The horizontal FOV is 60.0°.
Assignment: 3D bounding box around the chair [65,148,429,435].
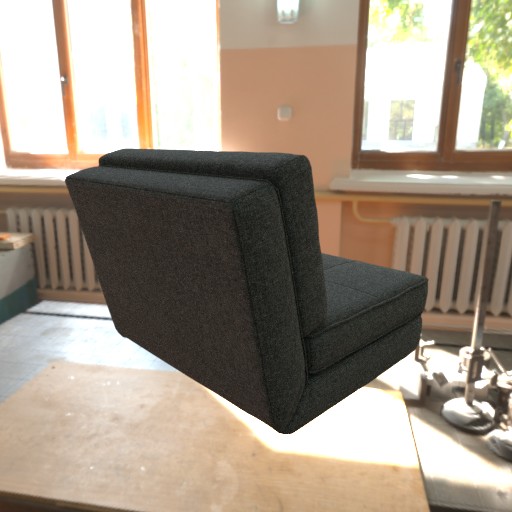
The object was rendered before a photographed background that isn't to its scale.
[{"bbox_3d":[0.000,0.000,1.307,0.800,0.615,0.740,-14,20,-43],"label":"chair"}]
